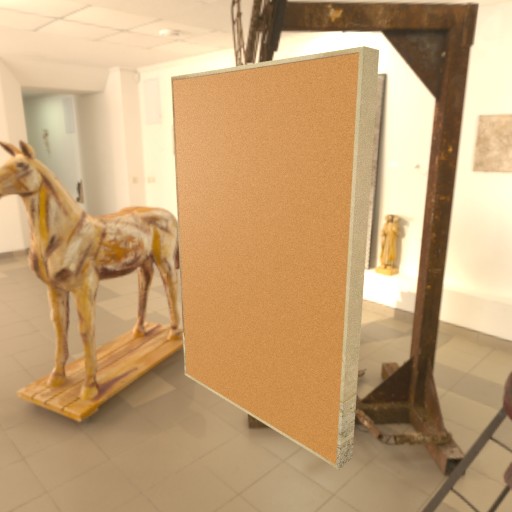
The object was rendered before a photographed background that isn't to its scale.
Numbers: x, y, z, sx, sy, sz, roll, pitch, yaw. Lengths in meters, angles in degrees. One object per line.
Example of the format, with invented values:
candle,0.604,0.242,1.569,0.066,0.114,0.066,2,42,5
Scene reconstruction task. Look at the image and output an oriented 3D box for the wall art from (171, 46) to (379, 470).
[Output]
wall art,0.000,0.000,0.761,0.036,0.607,0.403,-15,21,-43
